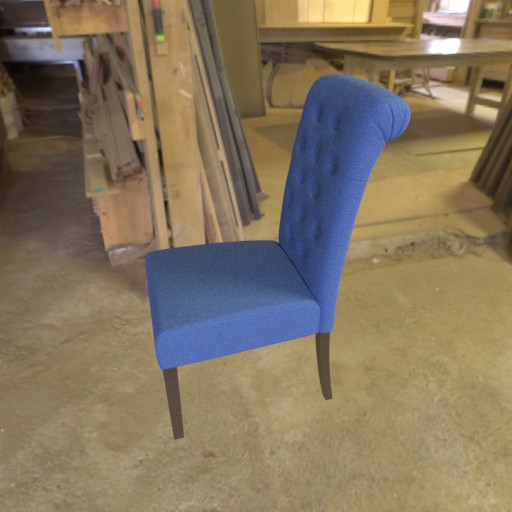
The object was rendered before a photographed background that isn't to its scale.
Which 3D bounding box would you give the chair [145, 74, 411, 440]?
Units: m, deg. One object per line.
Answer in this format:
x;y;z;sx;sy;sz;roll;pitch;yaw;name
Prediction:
0.000;0.000;1.371;0.671;1.006;0.456;-8;31;-13;chair
